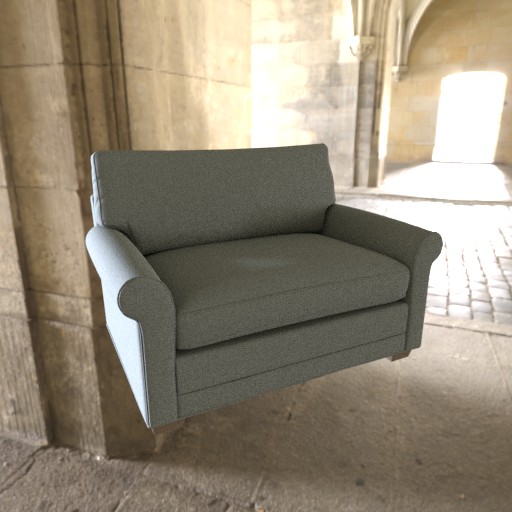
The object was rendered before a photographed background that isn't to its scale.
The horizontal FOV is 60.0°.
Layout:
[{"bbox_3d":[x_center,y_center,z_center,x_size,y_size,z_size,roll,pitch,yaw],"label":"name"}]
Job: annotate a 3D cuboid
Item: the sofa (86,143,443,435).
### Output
[{"bbox_3d":[0.000,0.000,2.054,1.410,0.953,0.940,-9,19,-25],"label":"sofa"}]
